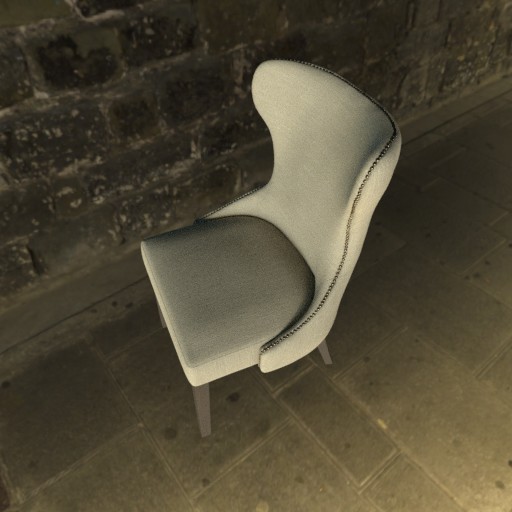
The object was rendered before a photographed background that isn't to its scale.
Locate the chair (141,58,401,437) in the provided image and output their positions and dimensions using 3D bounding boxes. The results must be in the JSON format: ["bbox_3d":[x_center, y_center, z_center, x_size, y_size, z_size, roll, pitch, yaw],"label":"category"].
[{"bbox_3d":[0.000,0.000,1.376,0.635,0.967,0.628,-17,47,-17],"label":"chair"}]
